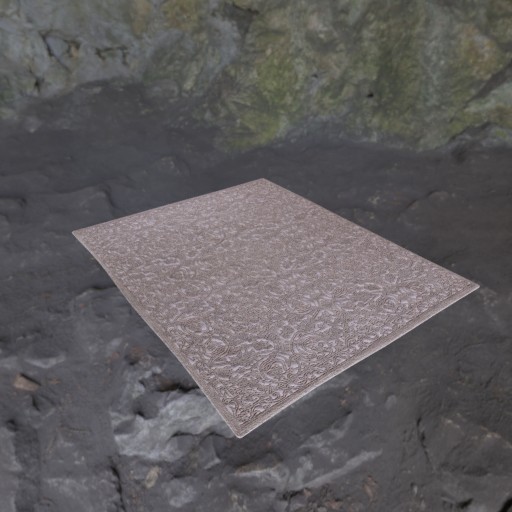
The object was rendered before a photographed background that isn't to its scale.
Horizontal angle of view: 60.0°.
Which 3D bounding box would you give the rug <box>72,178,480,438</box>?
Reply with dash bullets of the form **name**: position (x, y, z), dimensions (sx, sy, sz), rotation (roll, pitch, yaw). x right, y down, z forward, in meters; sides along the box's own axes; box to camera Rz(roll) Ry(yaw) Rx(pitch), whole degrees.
- **rug**: position (0.000, 0.000, 4.133), dimensions (2.472, 0.035, 3.017), rotation (-21, 37, -30)
